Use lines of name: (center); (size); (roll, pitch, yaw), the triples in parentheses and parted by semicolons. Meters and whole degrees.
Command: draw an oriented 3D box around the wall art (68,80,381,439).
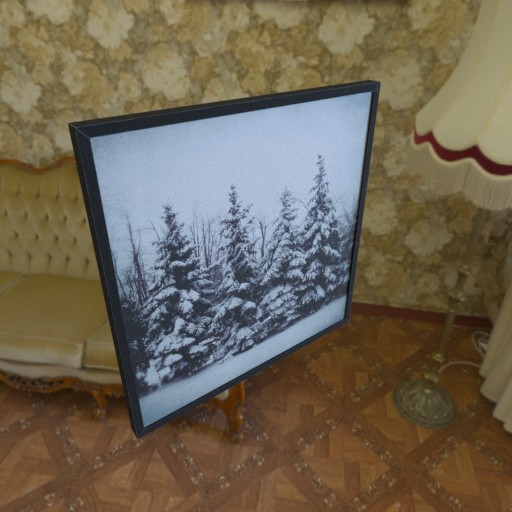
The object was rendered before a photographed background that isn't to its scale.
wall art: (0.000, 0.000, 1.115); (0.761, 0.761, 0.037); (-21, 36, -32)
